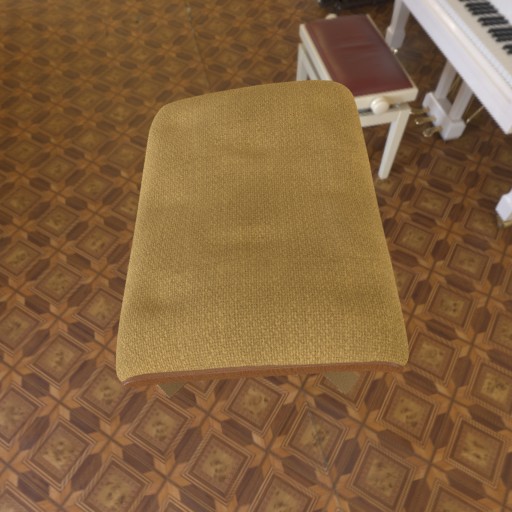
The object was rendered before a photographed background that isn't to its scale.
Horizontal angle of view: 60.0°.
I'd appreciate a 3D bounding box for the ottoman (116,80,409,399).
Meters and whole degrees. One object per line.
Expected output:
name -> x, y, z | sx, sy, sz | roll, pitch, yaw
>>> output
ottoman -> 0.000, 0.000, 0.792 | 0.394, 0.391, 0.520 | -1, 57, -1
